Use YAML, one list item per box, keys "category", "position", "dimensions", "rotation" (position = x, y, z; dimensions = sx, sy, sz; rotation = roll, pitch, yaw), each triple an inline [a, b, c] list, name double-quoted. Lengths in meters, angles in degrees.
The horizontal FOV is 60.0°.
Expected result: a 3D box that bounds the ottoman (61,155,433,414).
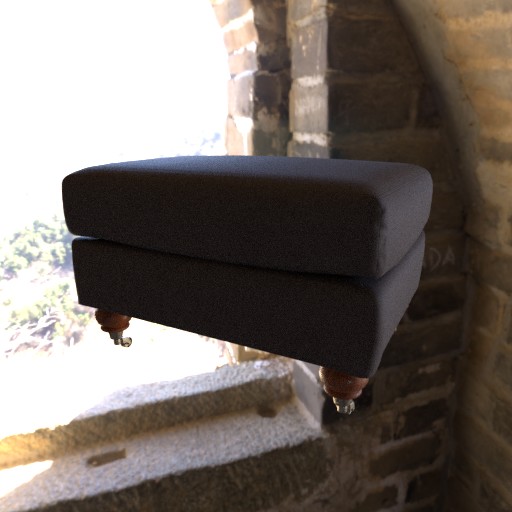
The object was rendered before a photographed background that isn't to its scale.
- category: "ottoman"
  position: [0.000, 0.000, 1.140]
  dimensions: [0.773, 0.497, 0.574]
  rotation: [8, 18, 27]
